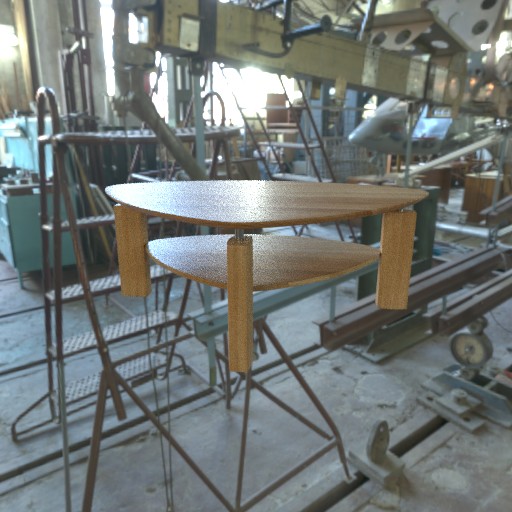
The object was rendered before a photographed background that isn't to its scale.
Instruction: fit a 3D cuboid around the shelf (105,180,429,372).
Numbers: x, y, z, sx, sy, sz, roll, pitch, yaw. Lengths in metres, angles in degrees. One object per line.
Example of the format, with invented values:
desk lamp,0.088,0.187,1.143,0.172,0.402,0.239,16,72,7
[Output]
shelf,0.000,0.000,1.614,1.240,0.439,0.863,2,17,7
